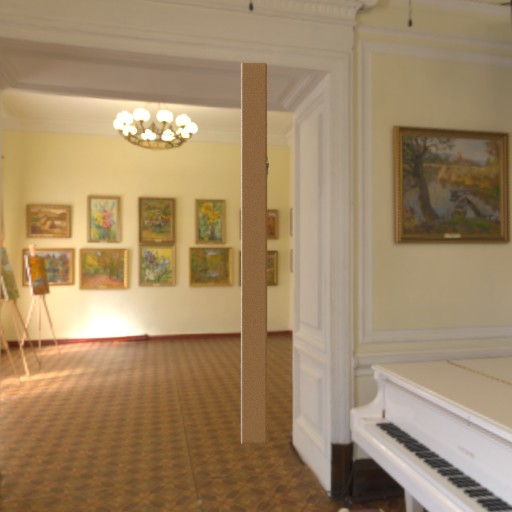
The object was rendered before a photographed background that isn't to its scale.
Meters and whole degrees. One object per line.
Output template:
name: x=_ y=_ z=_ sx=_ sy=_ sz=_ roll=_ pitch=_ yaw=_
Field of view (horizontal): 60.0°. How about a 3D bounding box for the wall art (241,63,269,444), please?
wall art: x=0.000 y=0.000 z=0.482 sx=0.019 sy=0.254 sz=0.380 roll=0 pitch=-1 yaw=0
